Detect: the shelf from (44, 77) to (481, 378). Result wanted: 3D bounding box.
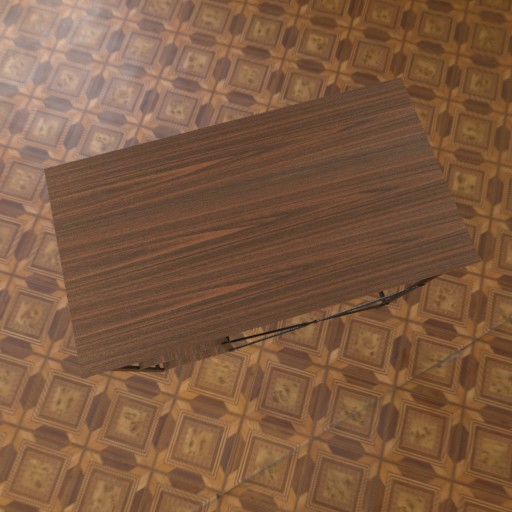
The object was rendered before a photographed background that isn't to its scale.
[{"bbox_3d":[0.000,0.000,1.380,0.902,0.750,0.498,-16,76,-4],"label":"shelf"}]
